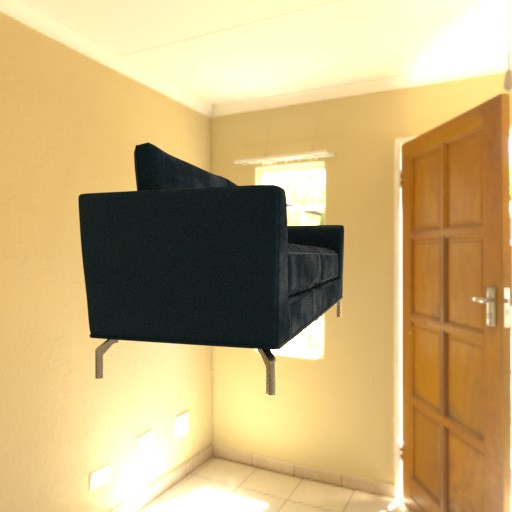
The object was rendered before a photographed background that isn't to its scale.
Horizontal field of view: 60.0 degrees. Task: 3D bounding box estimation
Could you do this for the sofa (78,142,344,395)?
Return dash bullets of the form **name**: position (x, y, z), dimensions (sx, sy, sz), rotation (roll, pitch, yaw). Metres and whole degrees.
- **sofa**: position (0.000, 0.000, 2.722), dimensions (0.853, 0.998, 2.212), rotation (0, 0, 17)
